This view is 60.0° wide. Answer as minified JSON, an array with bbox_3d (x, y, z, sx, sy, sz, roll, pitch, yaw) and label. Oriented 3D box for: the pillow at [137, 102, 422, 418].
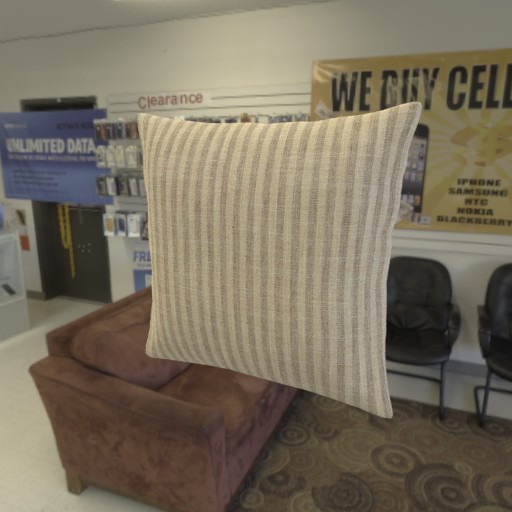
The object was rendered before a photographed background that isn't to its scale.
[{"bbox_3d":[0.000,0.000,0.803,0.523,0.510,0.166,7,15,25],"label":"pillow"}]
